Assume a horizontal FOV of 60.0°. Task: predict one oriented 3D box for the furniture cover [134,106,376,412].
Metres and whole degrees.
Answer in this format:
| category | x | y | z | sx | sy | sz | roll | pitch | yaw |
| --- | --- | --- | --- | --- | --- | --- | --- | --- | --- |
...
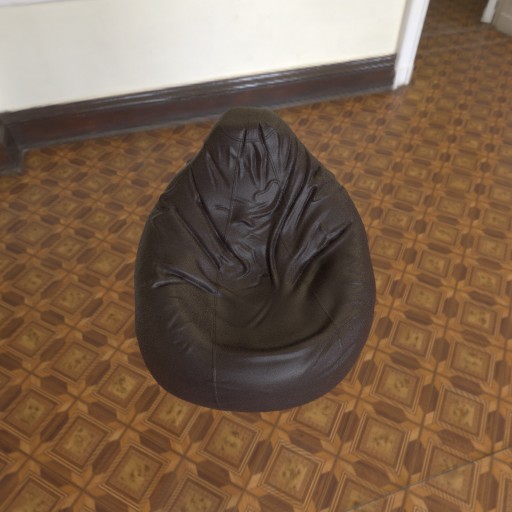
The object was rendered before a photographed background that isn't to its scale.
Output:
| category | x | y | z | sx | sy | sz | roll | pitch | yaw |
| --- | --- | --- | --- | --- | --- | --- | --- | --- | --- |
| furniture cover | 0.000 | 0.000 | 1.908 | 1.070 | 0.990 | 1.070 | -4 | 47 | -4 |
